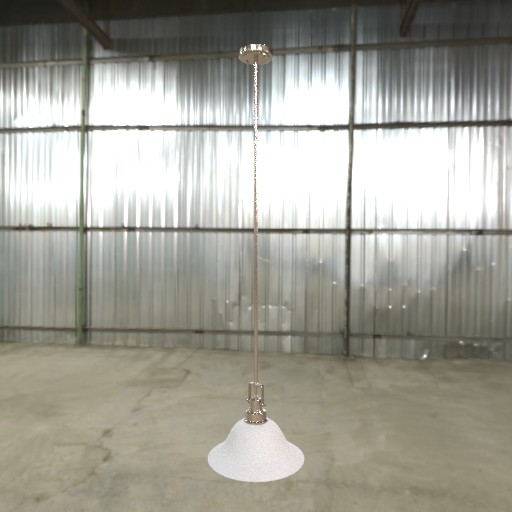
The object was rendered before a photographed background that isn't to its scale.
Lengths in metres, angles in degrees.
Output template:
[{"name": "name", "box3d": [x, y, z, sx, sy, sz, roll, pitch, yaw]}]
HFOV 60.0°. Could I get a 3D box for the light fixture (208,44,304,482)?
[{"name": "light fixture", "box3d": [0.000, 0.000, 1.481, 0.324, 1.354, 0.324, 1, 1, 35]}]
